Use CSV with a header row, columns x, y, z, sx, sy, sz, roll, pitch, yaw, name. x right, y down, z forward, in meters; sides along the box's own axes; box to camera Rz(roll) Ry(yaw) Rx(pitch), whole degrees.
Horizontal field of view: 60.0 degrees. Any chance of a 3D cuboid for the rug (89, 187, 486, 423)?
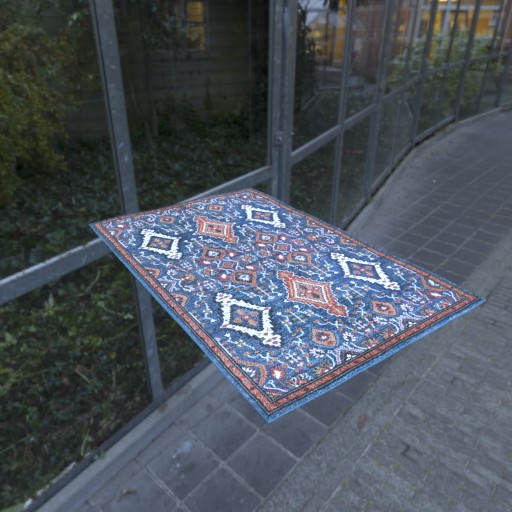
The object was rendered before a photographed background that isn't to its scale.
x,y,z,sx,sy,sz,roll,pitch,yaw,name
0.000,0.000,2.313,1.195,0.014,1.847,-18,33,-30,rug
